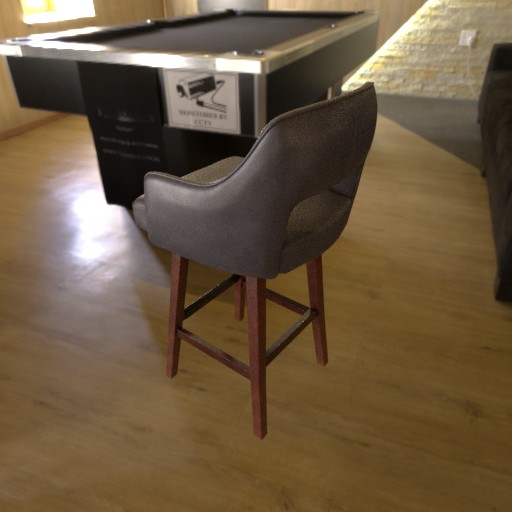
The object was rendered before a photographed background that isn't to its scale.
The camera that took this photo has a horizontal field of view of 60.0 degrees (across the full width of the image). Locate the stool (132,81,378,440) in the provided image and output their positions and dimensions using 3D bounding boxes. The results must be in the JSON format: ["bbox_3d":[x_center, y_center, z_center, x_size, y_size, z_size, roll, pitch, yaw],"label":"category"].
[{"bbox_3d":[0.000,0.000,1.365,0.560,1.041,0.550,23,39,31],"label":"stool"}]
